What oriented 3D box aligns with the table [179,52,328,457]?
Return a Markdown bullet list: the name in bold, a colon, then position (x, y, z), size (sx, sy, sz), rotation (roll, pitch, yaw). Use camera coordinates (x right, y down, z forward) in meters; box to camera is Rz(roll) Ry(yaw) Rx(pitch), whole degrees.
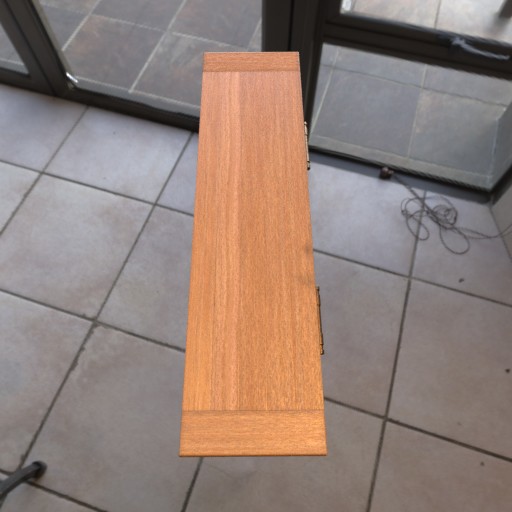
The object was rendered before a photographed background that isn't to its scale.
- **table**: position (0.000, 0.000, 1.914), size (0.442, 0.762, 1.599), rotation (0, 64, 0)
